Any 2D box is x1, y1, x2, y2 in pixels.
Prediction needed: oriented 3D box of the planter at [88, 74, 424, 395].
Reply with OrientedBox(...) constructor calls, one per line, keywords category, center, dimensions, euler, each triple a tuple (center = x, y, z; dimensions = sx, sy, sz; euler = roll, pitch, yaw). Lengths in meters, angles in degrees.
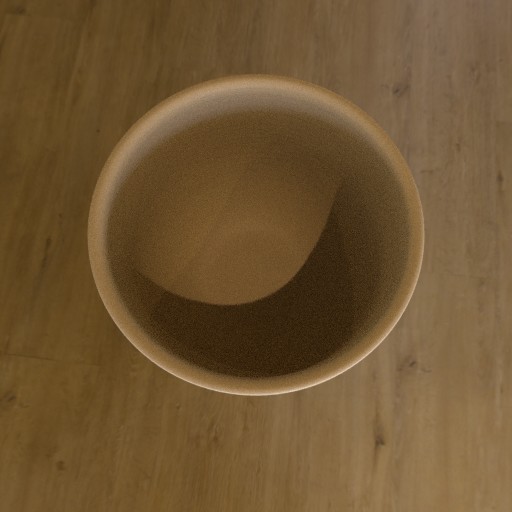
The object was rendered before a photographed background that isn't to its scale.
OrientedBox(category="planter", center=(0.000, 0.000, 0.297), dimensions=(0.170, 0.152, 0.170), euler=(0, 76, 0))
